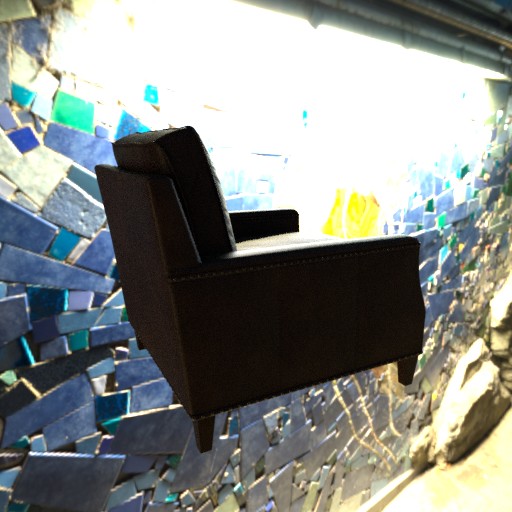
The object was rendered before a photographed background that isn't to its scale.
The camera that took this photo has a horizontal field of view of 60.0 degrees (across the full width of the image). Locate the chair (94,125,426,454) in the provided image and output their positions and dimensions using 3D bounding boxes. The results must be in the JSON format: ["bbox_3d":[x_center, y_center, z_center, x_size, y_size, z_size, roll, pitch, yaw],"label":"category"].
[{"bbox_3d":[0.000,0.000,1.705,1.014,0.929,0.853,-7,16,-27],"label":"chair"}]
